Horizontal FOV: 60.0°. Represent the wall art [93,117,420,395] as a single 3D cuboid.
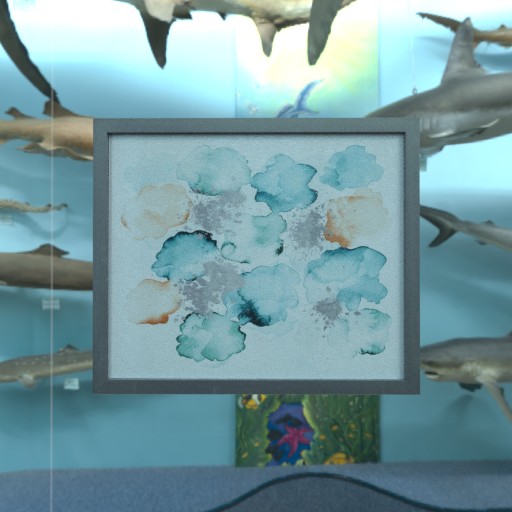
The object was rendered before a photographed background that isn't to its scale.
[{"bbox_3d":[0.000,0.000,0.906,0.660,0.558,0.026,0,0,0],"label":"wall art"}]
